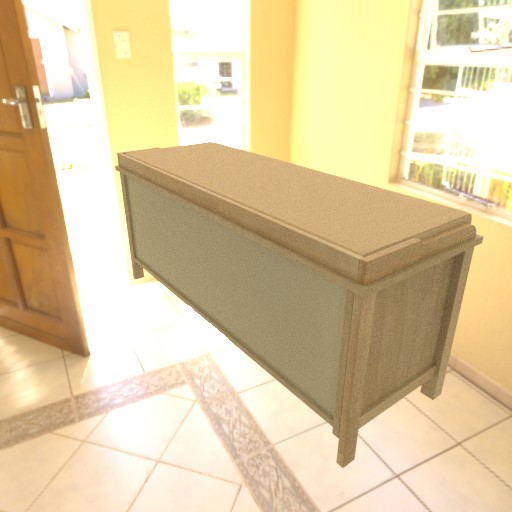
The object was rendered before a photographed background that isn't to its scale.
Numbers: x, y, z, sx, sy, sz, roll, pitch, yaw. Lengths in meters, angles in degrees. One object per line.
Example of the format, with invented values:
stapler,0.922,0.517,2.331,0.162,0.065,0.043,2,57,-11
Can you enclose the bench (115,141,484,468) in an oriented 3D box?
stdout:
bench,0.000,0.000,1.368,0.398,0.501,1.140,-18,30,-33
